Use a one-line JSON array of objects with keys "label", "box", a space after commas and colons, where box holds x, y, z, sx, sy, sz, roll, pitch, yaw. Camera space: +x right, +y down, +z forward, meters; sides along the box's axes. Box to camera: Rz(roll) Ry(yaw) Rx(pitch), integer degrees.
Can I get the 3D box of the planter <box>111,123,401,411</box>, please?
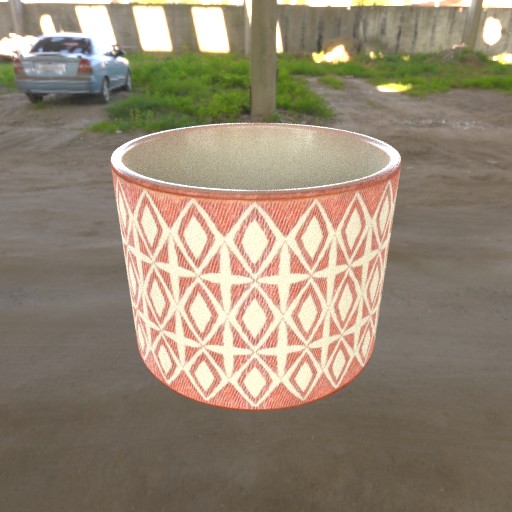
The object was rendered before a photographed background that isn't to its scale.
[{"label": "planter", "box": [0.000, 0.000, 0.486, 0.273, 0.237, 0.273, 0, 27, 0]}]
